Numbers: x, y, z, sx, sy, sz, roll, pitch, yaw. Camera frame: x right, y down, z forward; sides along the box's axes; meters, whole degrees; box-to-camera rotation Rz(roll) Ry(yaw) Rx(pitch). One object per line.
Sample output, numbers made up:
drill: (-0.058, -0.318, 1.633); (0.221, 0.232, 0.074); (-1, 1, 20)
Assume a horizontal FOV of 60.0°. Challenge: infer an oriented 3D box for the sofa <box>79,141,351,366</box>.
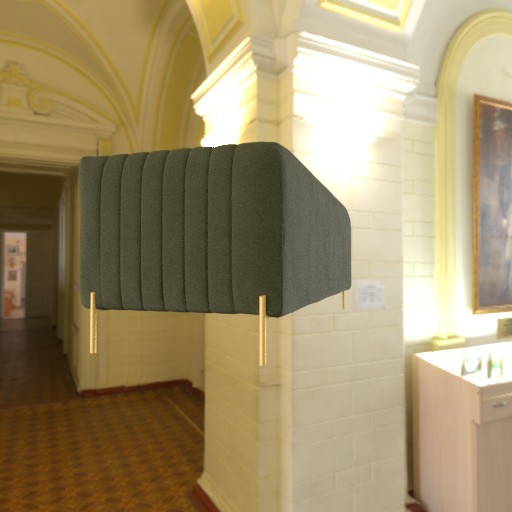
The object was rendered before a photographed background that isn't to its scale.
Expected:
sofa: (0.000, 0.000, 2.614); (0.896, 0.793, 2.137); (0, -1, 18)
